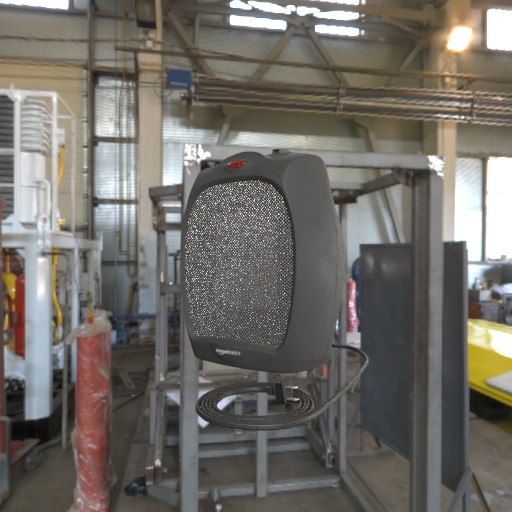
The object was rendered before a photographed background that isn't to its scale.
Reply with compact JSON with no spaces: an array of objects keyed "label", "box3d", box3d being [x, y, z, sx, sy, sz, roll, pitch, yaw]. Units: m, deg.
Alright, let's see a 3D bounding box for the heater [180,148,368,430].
[{"label":"heater","box3d":[0.000,0.000,0.469,0.239,0.240,0.291,0,1,35]}]
